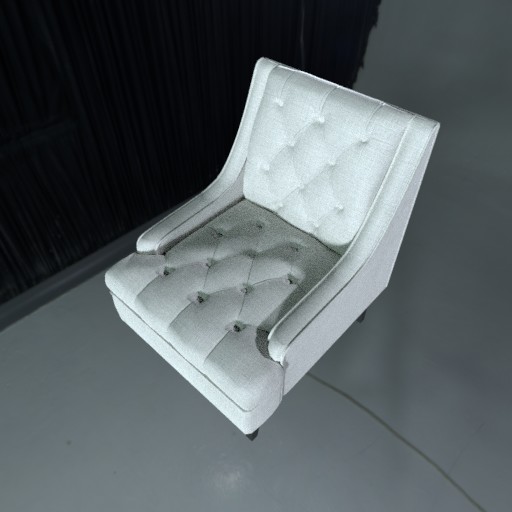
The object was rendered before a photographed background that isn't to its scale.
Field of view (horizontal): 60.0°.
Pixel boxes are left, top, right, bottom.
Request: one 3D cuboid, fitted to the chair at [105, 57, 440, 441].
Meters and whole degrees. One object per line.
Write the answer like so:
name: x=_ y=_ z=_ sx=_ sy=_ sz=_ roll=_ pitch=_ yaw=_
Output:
chair: x=0.000 y=0.000 z=1.428 sx=0.658 sy=0.891 sz=0.772 roll=34 pitch=55 yaw=28
